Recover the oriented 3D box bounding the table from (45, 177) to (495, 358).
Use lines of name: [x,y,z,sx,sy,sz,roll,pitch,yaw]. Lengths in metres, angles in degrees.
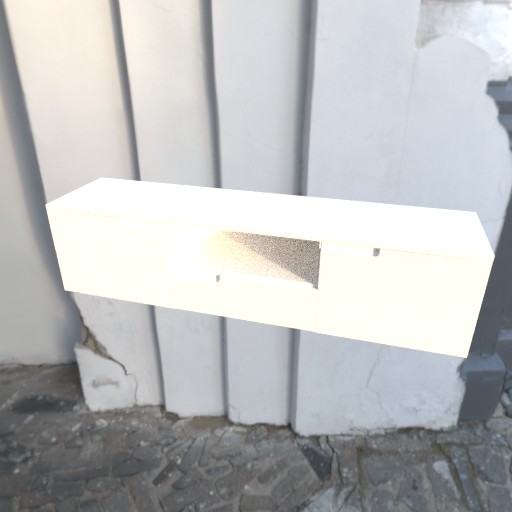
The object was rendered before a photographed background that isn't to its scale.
table: [0.000,0.000,1.838,1.650,0.420,0.390,7,28,14]
